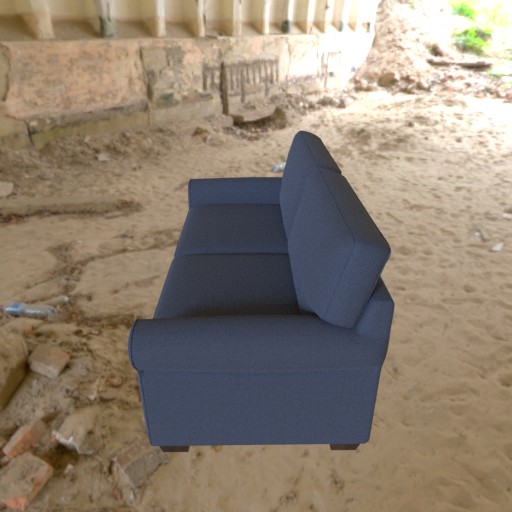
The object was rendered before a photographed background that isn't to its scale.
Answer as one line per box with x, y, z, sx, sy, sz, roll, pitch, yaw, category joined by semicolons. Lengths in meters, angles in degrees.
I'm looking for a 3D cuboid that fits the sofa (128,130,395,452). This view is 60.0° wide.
0.000;0.000;2.455;0.940;1.020;1.930;0;27;-1;sofa
